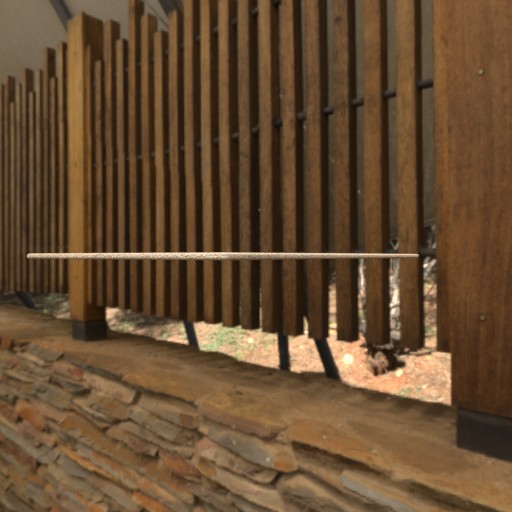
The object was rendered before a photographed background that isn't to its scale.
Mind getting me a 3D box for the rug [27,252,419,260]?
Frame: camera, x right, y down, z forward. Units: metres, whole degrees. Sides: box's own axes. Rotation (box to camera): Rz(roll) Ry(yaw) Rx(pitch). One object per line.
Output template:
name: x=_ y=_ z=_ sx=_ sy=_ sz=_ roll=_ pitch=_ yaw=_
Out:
rug: x=0.000 y=0.000 z=3.099 sx=1.524 sy=0.030 sz=2.438 roll=0 pitch=0 yaw=36
